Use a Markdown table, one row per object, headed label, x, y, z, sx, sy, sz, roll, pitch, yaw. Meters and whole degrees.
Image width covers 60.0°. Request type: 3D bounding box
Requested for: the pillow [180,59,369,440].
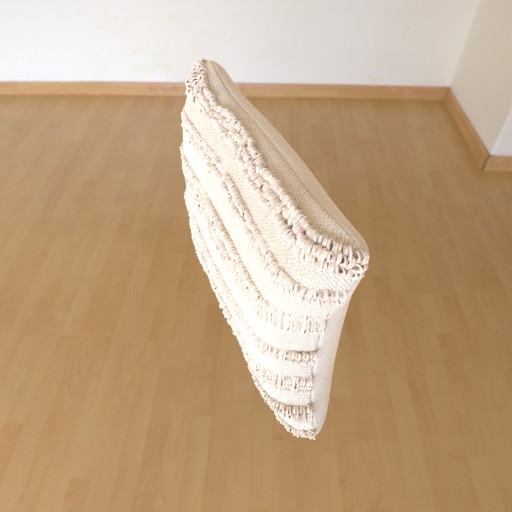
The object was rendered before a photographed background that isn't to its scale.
| label | x | y | z | sx | sy | sz | roll | pitch | yaw |
| --- | --- | --- | --- | --- | --- | --- | --- | --- | --- |
| pillow | 0.000 | 0.000 | 0.658 | 0.145 | 0.427 | 0.437 | -17 | 49 | -15 |
